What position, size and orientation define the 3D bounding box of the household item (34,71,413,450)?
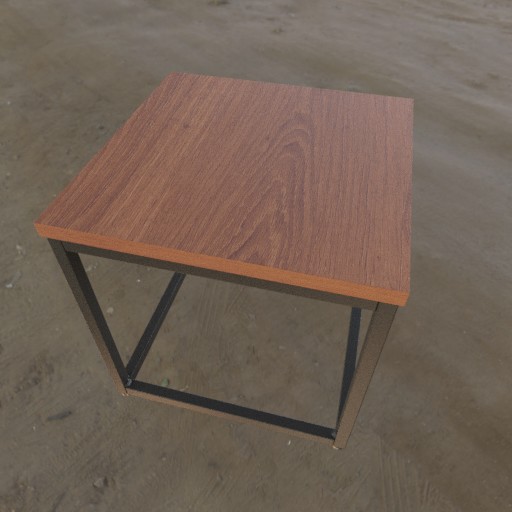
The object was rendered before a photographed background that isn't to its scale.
[{"bbox_3d":[0.000,0.000,0.728,0.400,0.400,0.400,10,47,10],"label":"household item"}]
